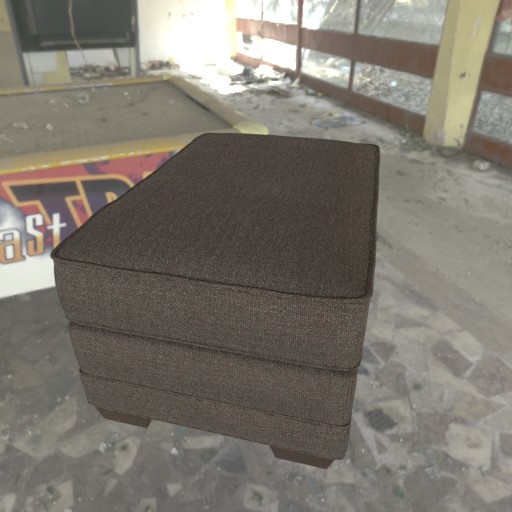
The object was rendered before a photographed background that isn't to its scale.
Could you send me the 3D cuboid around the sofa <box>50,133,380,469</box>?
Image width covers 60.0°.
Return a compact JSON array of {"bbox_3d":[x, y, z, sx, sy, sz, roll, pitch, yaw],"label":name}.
[{"bbox_3d":[0.000,0.000,1.174,0.578,0.457,0.854,7,32,12],"label":"sofa"}]
